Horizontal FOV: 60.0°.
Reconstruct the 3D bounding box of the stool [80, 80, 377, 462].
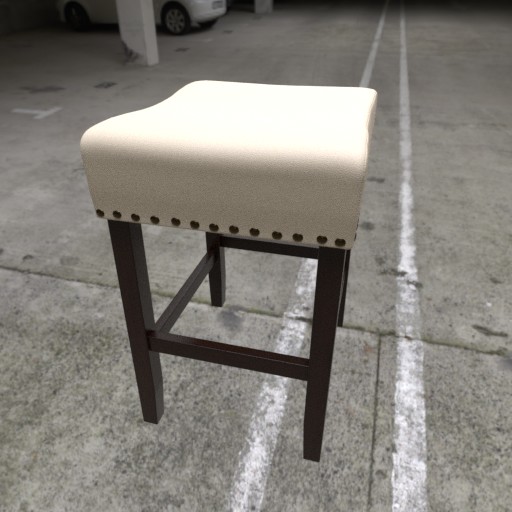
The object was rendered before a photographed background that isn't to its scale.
[{"bbox_3d":[0.000,0.000,0.913,0.401,0.609,0.471,8,31,13],"label":"stool"}]
